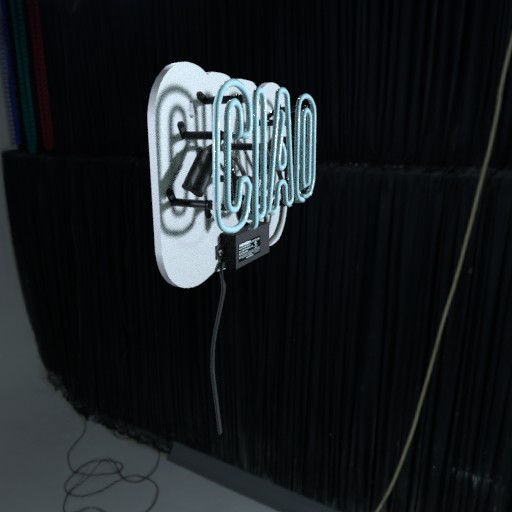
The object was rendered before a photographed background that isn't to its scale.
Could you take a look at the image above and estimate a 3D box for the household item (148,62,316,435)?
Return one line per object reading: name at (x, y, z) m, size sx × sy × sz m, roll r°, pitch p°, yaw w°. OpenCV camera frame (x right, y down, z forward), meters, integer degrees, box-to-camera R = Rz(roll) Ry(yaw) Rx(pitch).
household item at (0.000, 0.000, 0.382) m, size 0.042 × 0.294 × 0.211 m, roll 8°, pitch 17°, yaw 26°
